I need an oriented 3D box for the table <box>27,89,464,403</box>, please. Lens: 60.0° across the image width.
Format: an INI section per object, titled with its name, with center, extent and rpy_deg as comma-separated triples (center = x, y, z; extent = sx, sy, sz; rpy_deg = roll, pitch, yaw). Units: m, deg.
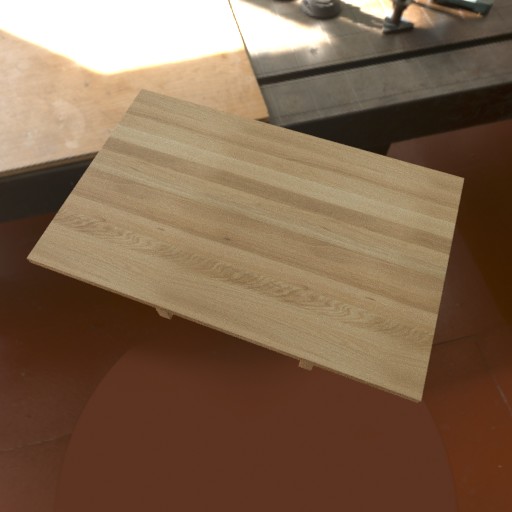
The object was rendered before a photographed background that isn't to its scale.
[table]
center = 0.000, 0.000, 1.520
extent = 1.100, 0.510, 0.700
rpy_deg = 18, 64, 9
